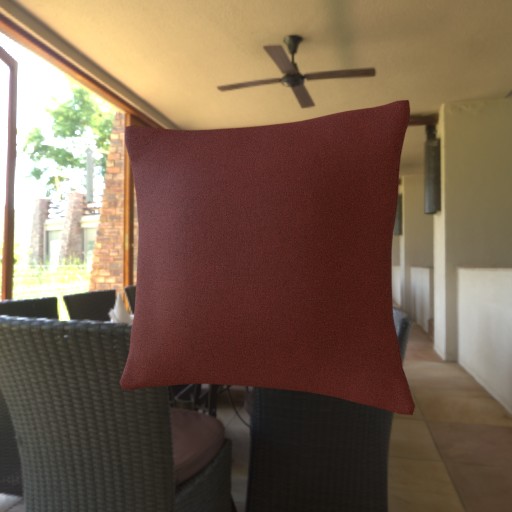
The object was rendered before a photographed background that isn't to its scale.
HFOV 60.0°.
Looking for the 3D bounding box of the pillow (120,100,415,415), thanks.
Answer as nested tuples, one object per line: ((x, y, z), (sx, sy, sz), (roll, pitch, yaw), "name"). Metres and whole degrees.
((0.000, 0.000, 0.649), (0.435, 0.416, 0.151), (0, -1, 16), "pillow")
